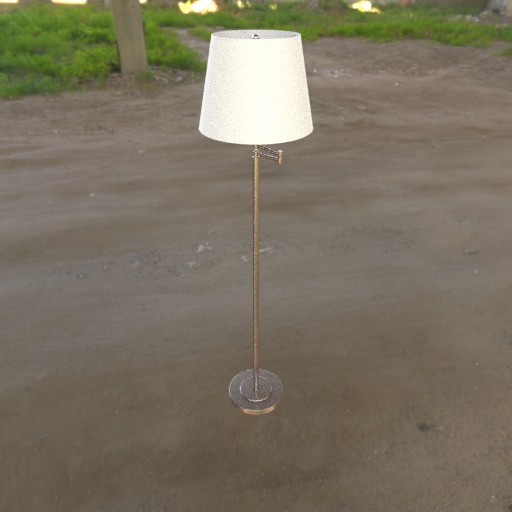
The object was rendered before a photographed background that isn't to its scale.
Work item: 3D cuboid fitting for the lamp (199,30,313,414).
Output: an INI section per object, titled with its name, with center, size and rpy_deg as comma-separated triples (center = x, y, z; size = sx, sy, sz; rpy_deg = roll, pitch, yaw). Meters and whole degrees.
[lamp]
center = 0.000, 0.000, 1.638
size = 0.355, 1.473, 0.355
rpy_deg = 0, 32, 0
